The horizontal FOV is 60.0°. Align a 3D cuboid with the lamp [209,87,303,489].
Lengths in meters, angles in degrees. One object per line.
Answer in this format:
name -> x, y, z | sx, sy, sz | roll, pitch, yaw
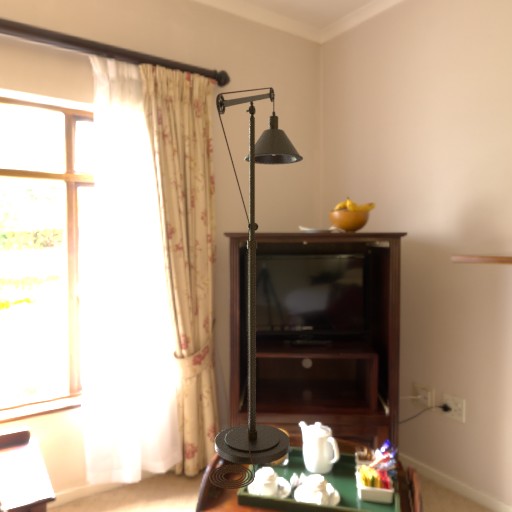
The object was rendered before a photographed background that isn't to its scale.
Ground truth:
lamp -> 0.000, 0.000, 1.926 | 0.319, 1.626, 0.904 | 1, 2, 17
